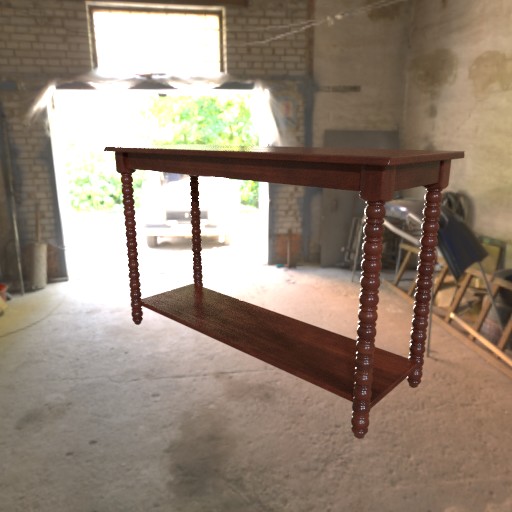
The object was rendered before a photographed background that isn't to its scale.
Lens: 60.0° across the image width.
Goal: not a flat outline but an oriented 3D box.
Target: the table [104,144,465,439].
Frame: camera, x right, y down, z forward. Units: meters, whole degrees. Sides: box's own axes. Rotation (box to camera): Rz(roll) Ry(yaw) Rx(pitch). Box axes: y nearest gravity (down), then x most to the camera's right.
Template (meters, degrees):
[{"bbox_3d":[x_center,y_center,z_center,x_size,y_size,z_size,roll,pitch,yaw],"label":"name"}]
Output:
[{"bbox_3d":[0.000,0.000,1.566,1.184,0.740,0.459,14,21,41],"label":"table"}]
